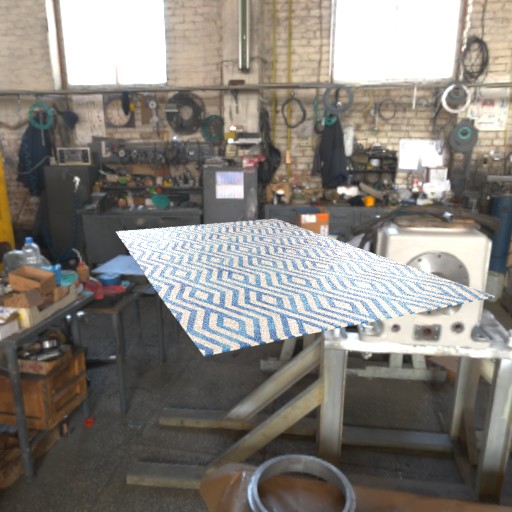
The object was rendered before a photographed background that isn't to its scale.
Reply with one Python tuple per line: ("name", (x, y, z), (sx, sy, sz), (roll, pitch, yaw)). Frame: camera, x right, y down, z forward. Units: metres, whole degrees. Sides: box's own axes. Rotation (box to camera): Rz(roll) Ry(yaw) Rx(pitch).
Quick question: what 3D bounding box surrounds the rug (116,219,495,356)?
("rug", (0.000, 0.000, 2.996), (1.531, 0.008, 2.439), (-7, 16, -23))
